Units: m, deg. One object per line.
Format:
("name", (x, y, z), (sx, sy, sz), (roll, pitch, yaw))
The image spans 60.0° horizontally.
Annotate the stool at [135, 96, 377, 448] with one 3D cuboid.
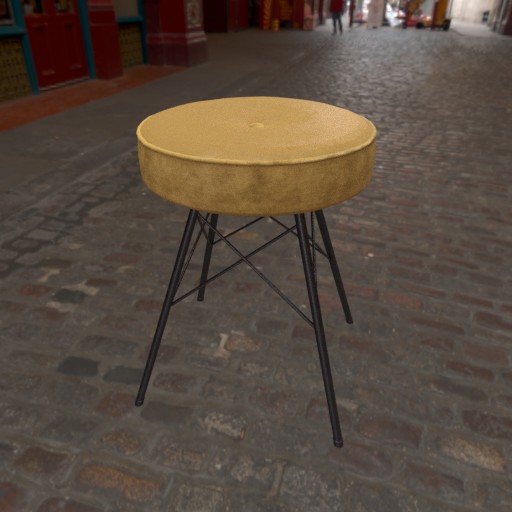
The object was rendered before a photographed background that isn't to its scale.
("stool", (0.000, 0.000, 0.950), (0.472, 0.595, 0.438), (8, 32, 14))
